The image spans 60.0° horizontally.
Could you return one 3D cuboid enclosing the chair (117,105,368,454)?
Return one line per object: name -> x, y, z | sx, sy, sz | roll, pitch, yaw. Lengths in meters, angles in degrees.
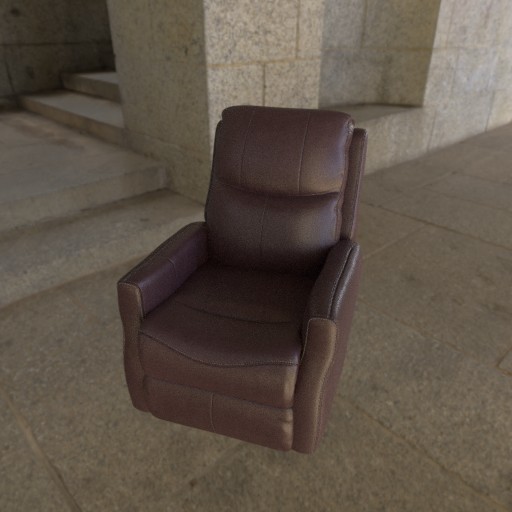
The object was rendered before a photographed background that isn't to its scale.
chair -> 0.000, 0.000, 1.793 | 0.829, 1.030, 1.080 | 8, 29, 15
